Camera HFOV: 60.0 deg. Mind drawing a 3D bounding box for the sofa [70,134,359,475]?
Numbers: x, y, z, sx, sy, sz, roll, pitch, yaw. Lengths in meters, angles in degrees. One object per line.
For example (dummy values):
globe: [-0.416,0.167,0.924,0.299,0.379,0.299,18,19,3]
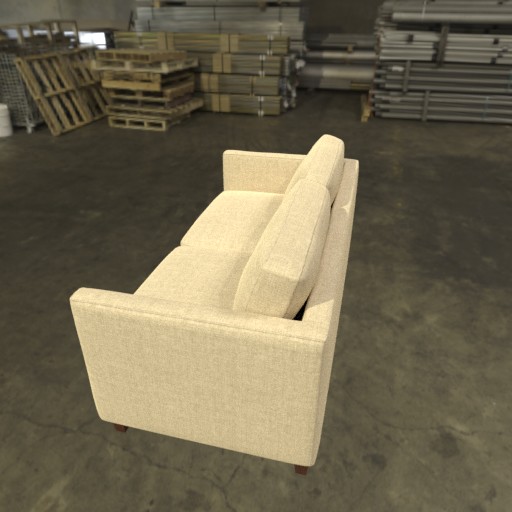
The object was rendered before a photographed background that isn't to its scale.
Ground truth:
sofa: [0.000,0.000,2.381,0.950,0.963,1.884,7,31,12]
